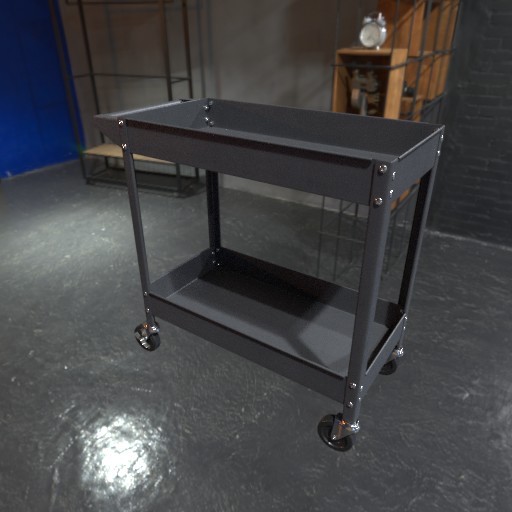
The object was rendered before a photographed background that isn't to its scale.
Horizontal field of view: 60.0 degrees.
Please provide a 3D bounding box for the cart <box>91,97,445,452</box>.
[{"bbox_3d":[0.000,0.000,1.190,0.779,0.719,0.366,18,33,30],"label":"cart"}]
